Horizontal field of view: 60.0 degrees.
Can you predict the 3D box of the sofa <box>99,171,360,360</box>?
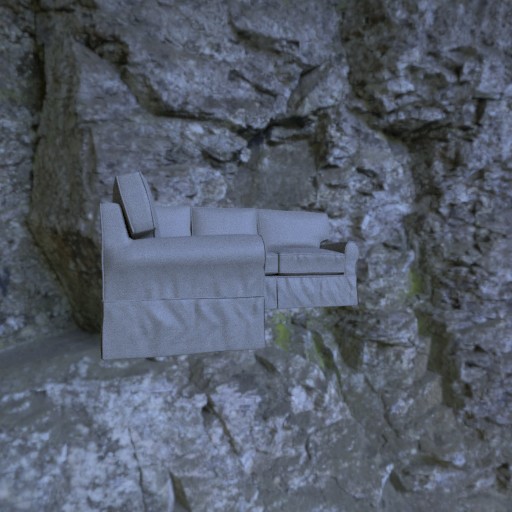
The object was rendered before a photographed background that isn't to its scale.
[{"bbox_3d":[0.000,0.000,3.972,2.623,1.081,2.618,0,1,-19],"label":"sofa"}]
